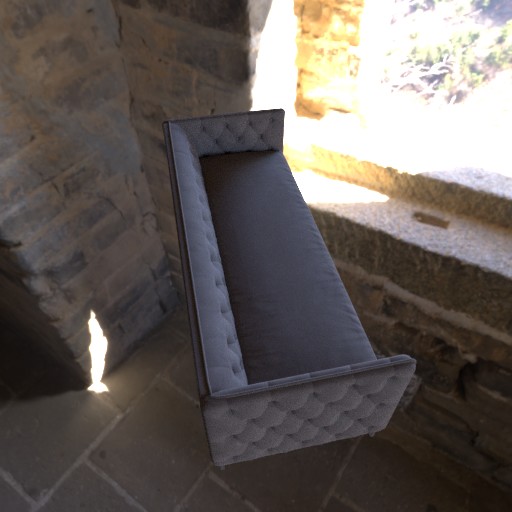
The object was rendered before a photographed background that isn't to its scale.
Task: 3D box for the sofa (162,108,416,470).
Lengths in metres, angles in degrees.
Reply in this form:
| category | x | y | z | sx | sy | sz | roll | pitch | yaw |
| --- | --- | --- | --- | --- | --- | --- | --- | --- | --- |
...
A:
| category | x | y | z | sx | sy | sz | roll | pitch | yaw |
| --- | --- | --- | --- | --- | --- | --- | --- | --- | --- |
| sofa | 0.000 | 0.000 | 2.703 | 0.895 | 0.771 | 2.209 | -9 | 47 | -8 |
